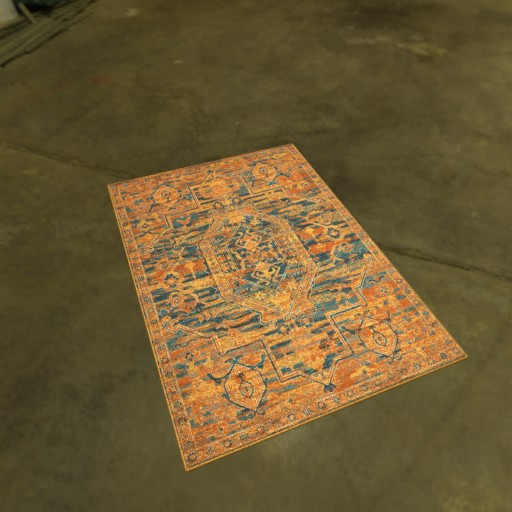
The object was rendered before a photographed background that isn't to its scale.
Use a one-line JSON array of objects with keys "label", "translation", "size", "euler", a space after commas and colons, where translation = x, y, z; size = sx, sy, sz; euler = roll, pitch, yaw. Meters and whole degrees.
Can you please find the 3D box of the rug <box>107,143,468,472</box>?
[{"label": "rug", "translation": [0.000, 0.000, 3.765], "size": [2.043, 0.019, 2.916], "euler": [-16, 49, -15]}]
